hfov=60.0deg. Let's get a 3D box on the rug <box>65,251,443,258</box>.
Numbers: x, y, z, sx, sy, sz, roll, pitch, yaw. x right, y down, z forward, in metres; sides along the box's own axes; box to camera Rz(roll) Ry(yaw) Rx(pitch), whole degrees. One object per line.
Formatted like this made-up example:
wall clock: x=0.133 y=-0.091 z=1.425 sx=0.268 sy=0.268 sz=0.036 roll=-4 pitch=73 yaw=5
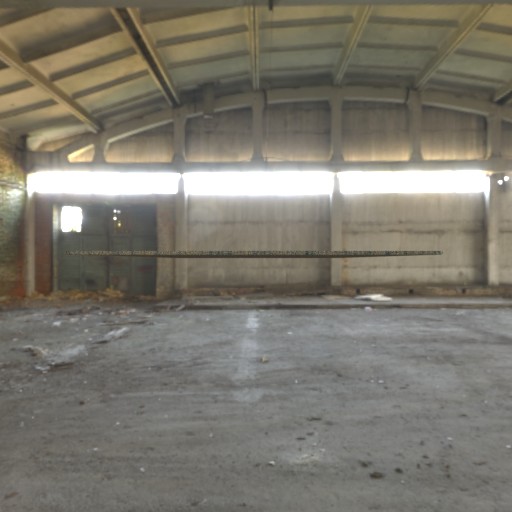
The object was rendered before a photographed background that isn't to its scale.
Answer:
rug: x=0.000 y=0.000 z=2.990 sx=1.524 sy=0.015 sz=2.439 roll=0 pitch=-1 yaw=1
